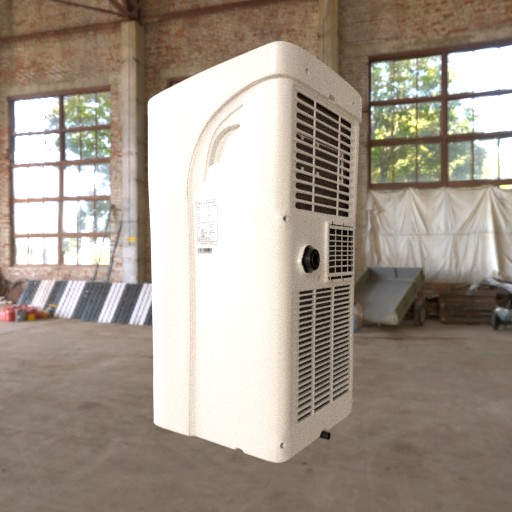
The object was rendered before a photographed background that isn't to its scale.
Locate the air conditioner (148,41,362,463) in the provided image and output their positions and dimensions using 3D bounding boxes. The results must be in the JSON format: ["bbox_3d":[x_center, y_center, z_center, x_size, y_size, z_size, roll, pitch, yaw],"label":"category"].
[{"bbox_3d":[0.000,0.000,0.945,0.369,0.716,0.352,0,0,35],"label":"air conditioner"}]
